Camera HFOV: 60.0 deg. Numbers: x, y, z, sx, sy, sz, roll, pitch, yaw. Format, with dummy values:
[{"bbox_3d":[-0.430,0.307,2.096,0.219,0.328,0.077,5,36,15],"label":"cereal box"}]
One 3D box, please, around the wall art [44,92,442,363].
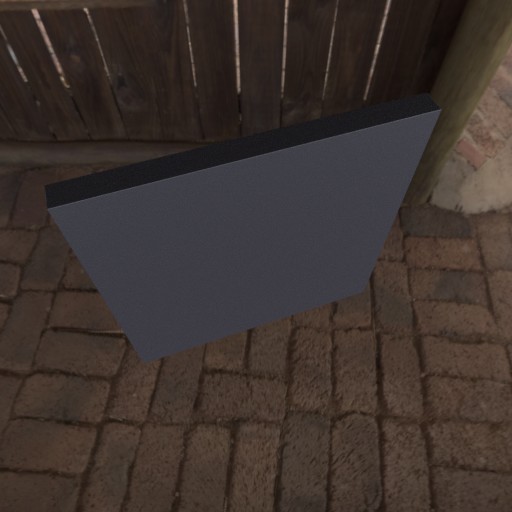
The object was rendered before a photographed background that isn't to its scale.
[{"bbox_3d":[0.000,0.000,0.762,0.507,0.507,0.038,-17,59,-10],"label":"wall art"}]
